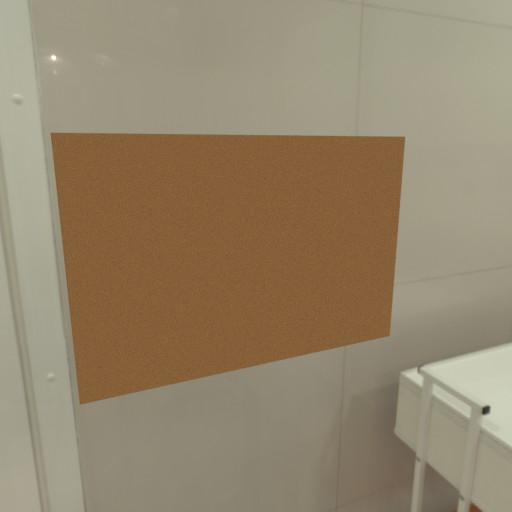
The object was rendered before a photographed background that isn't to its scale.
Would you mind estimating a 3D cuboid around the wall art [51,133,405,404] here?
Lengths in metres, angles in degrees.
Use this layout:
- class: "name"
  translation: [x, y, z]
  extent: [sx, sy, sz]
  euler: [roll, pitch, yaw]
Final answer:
- class: "wall art"
  translation: [0.000, 0.000, 1.156]
  extent: [0.915, 0.608, 0.033]
  euler: [-6, 15, -24]
